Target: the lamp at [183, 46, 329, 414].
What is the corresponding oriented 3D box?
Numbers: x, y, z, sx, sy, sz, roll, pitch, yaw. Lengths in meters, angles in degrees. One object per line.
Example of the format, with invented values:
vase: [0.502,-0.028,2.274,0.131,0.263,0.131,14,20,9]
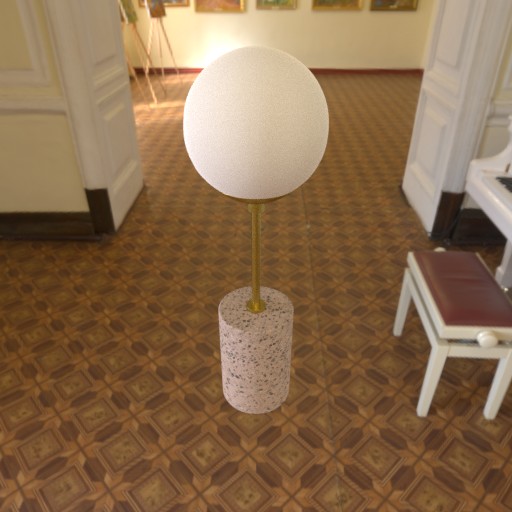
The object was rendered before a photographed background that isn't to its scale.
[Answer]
lamp: [0.000,0.000,0.558,0.153,0.480,0.153,0,32,0]
